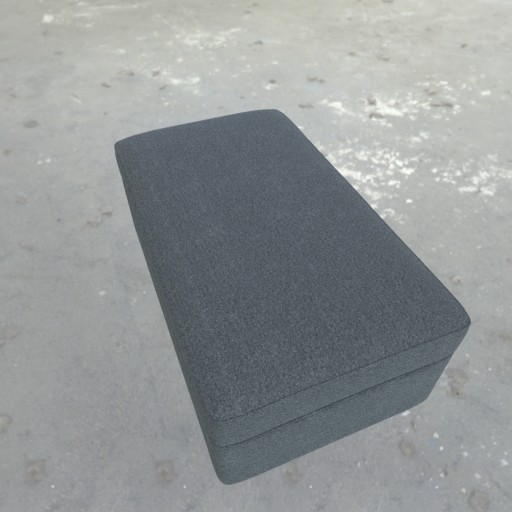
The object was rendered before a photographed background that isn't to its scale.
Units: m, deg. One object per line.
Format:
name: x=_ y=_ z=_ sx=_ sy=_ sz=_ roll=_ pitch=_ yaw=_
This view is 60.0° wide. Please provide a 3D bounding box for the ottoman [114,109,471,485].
ottoman: x=0.000 y=0.000 z=1.485 sx=0.681 sy=0.494 sz=1.173 roll=-16 pitch=48 yaw=-15
